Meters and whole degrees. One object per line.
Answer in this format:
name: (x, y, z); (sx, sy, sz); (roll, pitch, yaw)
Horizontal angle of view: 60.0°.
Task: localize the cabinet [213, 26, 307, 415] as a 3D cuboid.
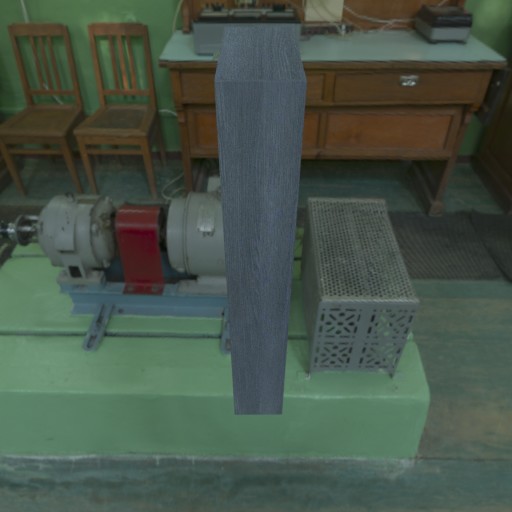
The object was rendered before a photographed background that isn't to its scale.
cabinet: (0.000, 0.000, 1.855); (0.255, 1.630, 0.520); (0, 41, 0)
